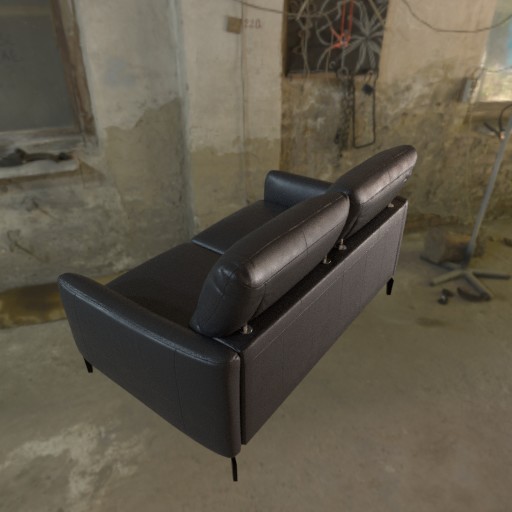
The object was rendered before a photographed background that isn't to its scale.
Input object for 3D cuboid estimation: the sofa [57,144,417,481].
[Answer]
[{"bbox_3d":[0.000,0.000,2.137,0.958,0.920,1.596,21,37,31],"label":"sofa"}]
